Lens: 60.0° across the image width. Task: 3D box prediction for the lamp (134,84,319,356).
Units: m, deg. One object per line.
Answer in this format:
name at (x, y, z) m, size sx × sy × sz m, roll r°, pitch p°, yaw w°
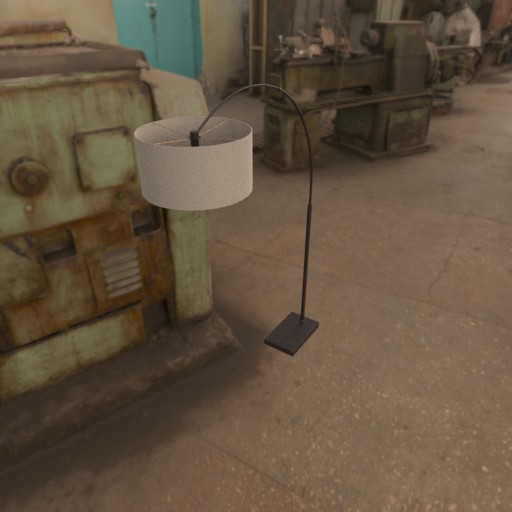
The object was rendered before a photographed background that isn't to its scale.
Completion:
lamp at (0.000, 0.000, 2.630) m, size 0.493 × 1.927 × 1.424 m, roll 19°, pitch 35°, yaw 29°
